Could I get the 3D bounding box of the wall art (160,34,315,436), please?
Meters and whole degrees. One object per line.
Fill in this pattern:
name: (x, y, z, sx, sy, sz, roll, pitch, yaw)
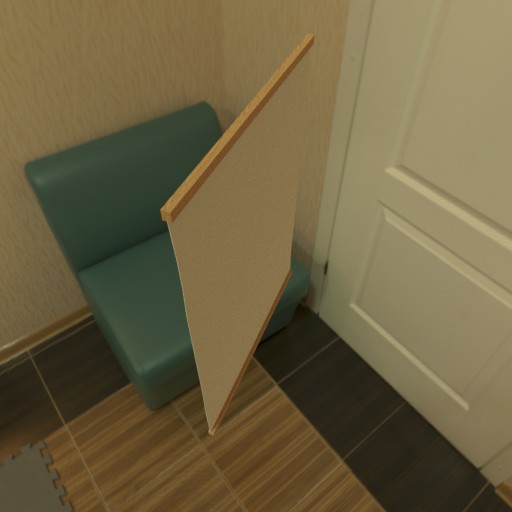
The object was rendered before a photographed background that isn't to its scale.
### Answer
wall art: (0.000, 0.000, 0.803, 0.011, 0.605, 0.458, 18, 51, 15)
